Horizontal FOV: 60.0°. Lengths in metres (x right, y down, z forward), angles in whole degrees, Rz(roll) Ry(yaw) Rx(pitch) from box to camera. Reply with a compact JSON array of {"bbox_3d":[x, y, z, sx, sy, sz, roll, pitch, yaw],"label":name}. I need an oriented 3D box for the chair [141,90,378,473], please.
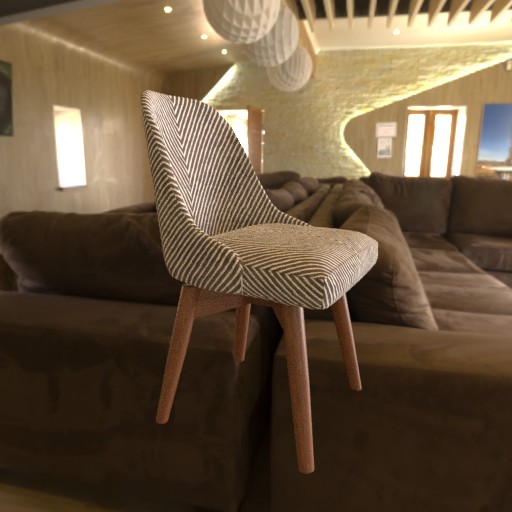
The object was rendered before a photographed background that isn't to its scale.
[{"bbox_3d":[0.000,0.000,1.228,0.591,0.883,0.504,6,14,27],"label":"chair"}]
